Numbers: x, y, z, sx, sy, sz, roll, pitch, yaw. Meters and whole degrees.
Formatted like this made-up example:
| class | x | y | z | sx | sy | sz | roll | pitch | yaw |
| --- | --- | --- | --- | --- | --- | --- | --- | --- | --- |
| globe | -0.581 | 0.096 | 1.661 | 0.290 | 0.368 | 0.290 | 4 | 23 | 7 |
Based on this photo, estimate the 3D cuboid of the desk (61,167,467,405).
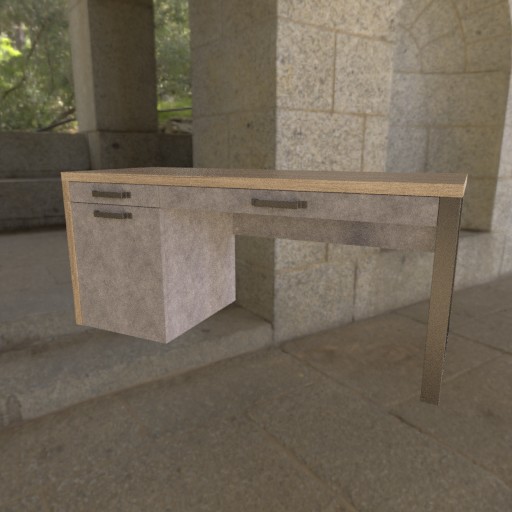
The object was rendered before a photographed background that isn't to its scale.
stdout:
| class | x | y | z | sx | sy | sz | roll | pitch | yaw |
| --- | --- | --- | --- | --- | --- | --- | --- | --- | --- |
| desk | 0.000 | 0.000 | 2.063 | 1.700 | 0.760 | 0.690 | 6 | 15 | 25 |
